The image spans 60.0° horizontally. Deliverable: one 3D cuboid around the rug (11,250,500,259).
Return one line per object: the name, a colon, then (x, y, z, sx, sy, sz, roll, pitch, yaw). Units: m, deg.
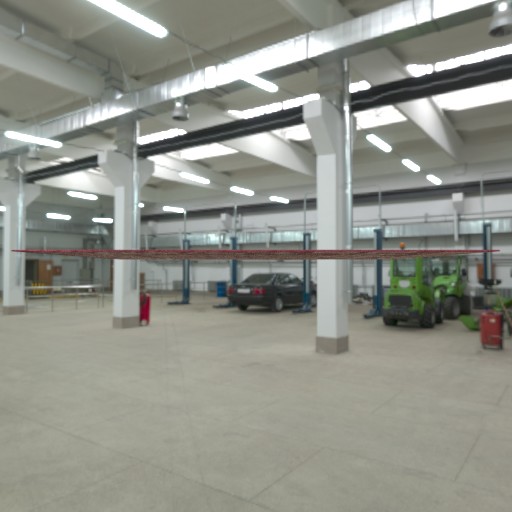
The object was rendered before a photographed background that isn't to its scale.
rug: (0.000, 0.000, 2.764, 2.184, 0.007, 1.579, 0, -2, 0)
